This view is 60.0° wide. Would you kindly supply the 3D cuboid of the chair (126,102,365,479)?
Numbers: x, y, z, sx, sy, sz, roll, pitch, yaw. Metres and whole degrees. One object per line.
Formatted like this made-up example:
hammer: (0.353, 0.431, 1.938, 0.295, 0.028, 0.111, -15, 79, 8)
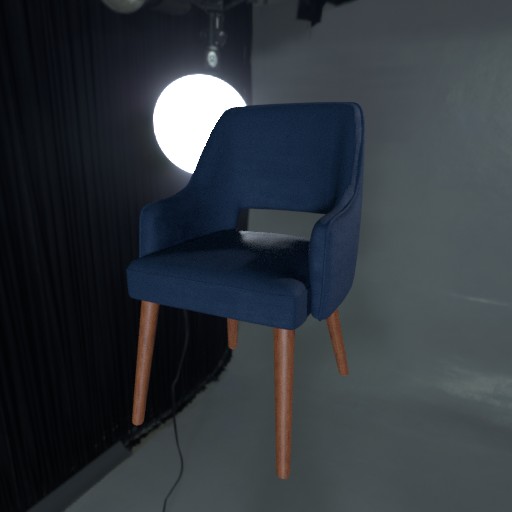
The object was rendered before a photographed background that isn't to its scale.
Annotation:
chair: (0.000, 0.000, 1.233, 0.559, 0.844, 0.591, 7, 16, 26)
